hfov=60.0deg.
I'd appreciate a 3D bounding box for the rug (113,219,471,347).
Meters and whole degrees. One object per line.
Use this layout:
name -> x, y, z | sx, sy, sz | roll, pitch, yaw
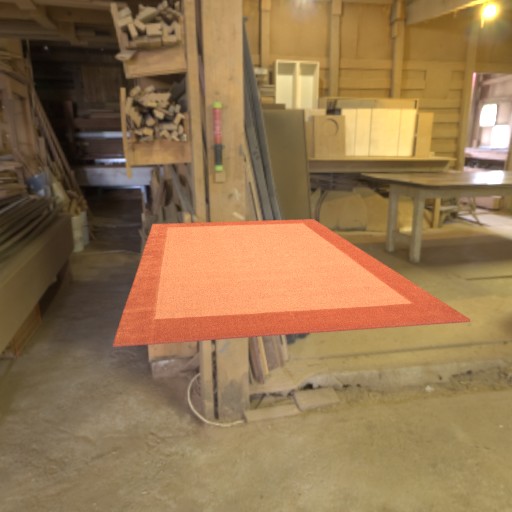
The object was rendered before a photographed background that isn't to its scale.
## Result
rug -> 0.000, 0.000, 2.994 | 1.524, 0.014, 2.438 | -2, 15, -9
